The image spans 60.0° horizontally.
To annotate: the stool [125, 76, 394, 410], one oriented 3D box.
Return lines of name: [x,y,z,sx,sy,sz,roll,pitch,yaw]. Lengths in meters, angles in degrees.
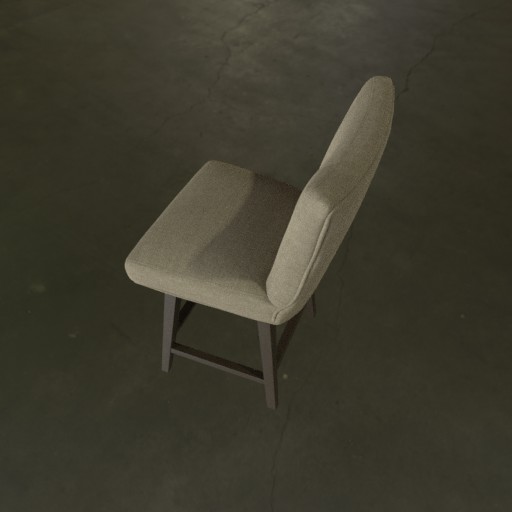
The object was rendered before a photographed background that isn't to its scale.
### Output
stool: [0.000,0.000,1.338,0.574,1.000,0.514,18,51,15]
